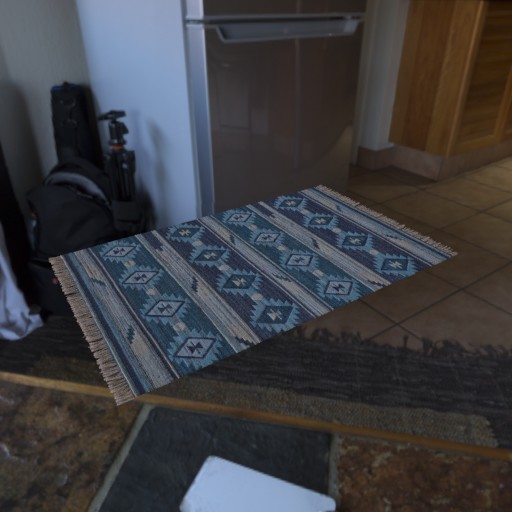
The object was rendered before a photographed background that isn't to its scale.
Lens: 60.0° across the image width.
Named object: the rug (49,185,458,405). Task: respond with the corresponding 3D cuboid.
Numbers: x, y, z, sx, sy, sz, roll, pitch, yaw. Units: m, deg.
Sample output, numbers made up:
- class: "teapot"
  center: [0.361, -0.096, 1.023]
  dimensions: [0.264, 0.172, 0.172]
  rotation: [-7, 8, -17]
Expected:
- class: "rug"
  center: [0.000, 0.000, 2.425]
  dimensions: [1.936, 0.028, 1.181]
  rotation: [-18, 36, -28]
